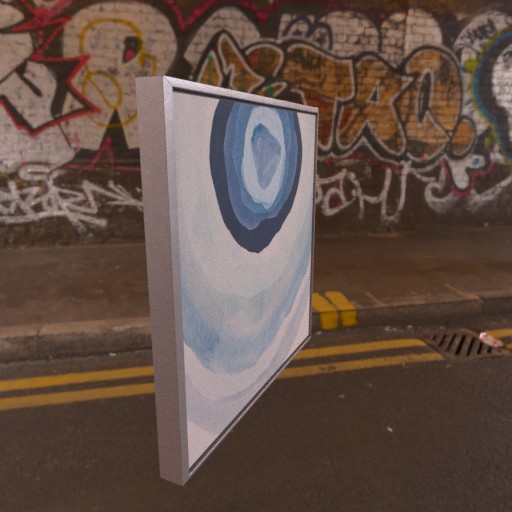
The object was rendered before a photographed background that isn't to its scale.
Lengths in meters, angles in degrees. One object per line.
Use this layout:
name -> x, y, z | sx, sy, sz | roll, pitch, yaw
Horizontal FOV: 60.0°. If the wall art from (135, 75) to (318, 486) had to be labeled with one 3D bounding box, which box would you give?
wall art -> 0.000, 0.000, 0.515 | 0.028, 0.349, 0.349 | 7, 16, 25
